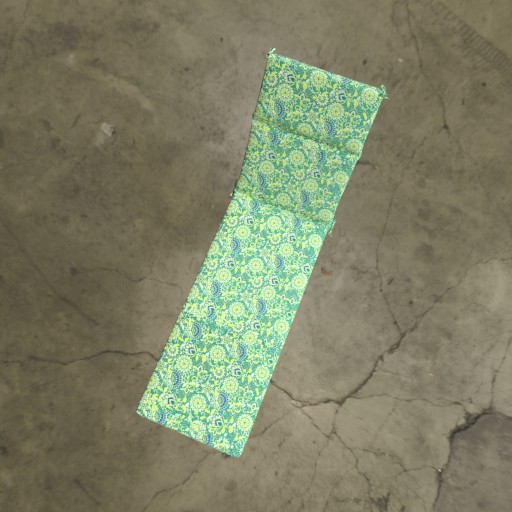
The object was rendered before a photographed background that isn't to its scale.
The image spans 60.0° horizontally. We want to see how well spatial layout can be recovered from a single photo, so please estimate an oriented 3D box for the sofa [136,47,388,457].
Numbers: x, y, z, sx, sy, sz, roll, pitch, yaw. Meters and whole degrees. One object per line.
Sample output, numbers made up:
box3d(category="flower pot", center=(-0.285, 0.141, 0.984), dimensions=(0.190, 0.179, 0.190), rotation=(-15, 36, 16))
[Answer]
box3d(category="sofa", center=(0.000, 0.000, 1.956), dimensions=(0.582, 0.622, 1.663), rotation=(21, 75, 6))
